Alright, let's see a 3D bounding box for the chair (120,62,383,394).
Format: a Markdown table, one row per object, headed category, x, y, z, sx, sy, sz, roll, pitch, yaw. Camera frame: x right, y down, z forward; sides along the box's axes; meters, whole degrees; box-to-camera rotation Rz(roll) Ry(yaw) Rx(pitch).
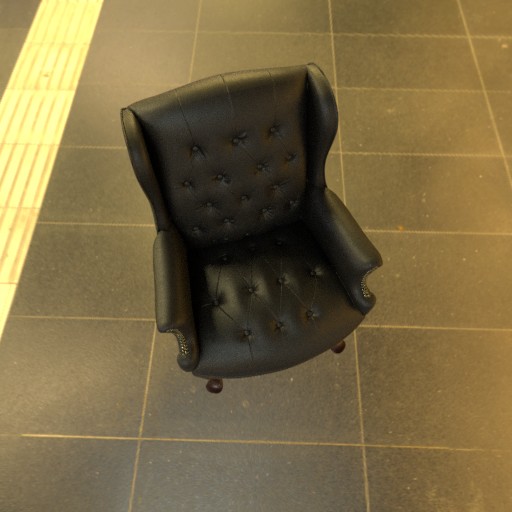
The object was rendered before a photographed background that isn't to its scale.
| category | x | y | z | sx | sy | sz | roll | pitch | yaw |
| --- | --- | --- | --- | --- | --- | --- | --- | --- | --- |
| chair | 0.000 | 0.000 | 1.721 | 0.831 | 1.133 | 0.822 | -16 | 64 | -8 |
